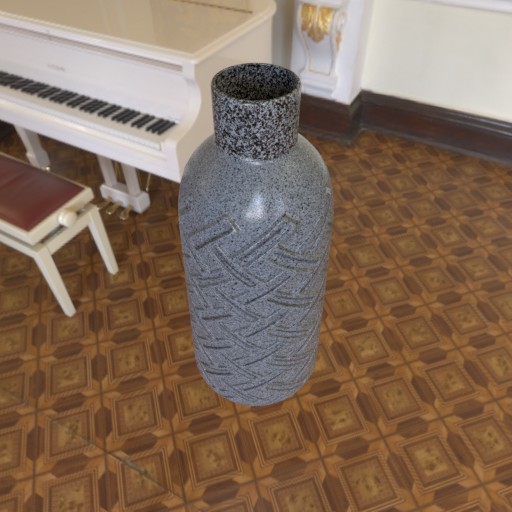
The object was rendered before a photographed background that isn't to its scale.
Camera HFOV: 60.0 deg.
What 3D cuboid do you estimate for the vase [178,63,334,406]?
[{"bbox_3d":[0.000,0.000,0.350,0.122,0.282,0.122,0,46,0],"label":"vase"}]
